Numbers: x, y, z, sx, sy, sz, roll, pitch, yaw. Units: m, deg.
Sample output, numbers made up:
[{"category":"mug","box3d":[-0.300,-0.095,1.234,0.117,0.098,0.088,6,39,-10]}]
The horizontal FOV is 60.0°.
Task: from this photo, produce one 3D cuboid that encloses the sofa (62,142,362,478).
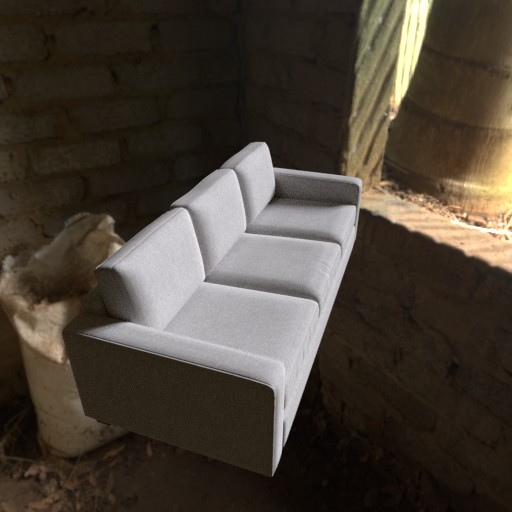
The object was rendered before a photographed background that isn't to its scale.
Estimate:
[{"category":"sofa","box3d":[0.000,0.000,2.537,0.900,0.800,2.120,10,32,17]}]
